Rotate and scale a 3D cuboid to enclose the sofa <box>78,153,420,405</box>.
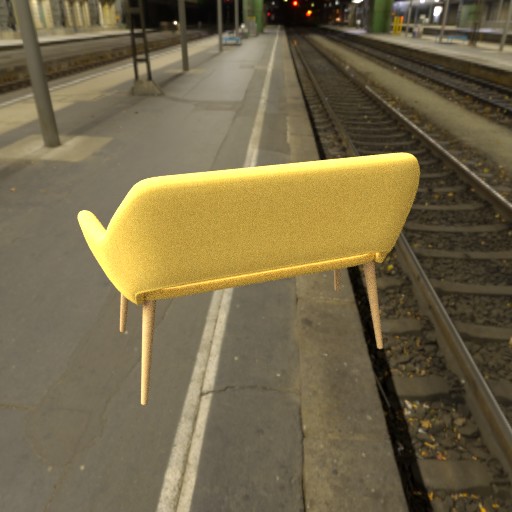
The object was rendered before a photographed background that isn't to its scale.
[{"bbox_3d":[0.000,0.000,1.612,1.150,0.840,0.610,-9,30,-16],"label":"sofa"}]
